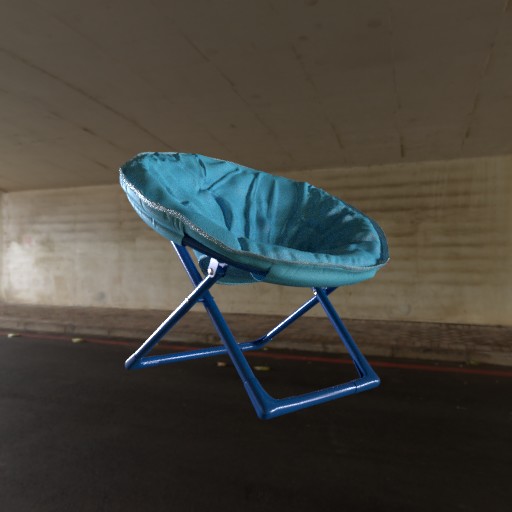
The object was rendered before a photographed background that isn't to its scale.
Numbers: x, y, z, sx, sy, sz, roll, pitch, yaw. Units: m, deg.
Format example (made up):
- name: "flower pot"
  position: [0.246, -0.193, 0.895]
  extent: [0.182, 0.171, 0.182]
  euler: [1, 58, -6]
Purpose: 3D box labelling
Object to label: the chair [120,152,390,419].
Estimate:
- name: "chair"
  position: [0.000, 0.000, 0.869]
  extent: [0.520, 0.478, 0.465]
  euler: [0, 0, -38]
